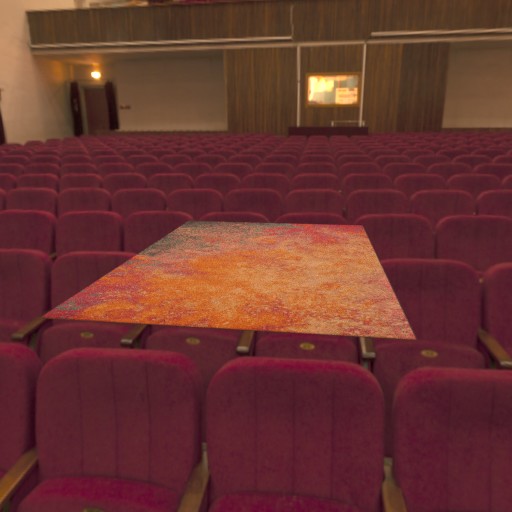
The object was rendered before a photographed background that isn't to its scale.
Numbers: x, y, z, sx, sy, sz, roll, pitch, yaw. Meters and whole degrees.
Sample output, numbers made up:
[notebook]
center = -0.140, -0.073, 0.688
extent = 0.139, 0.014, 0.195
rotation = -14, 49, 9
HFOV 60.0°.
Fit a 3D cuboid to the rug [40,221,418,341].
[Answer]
[rug]
center = 0.000, 0.000, 3.685
extent = 2.007, 0.013, 2.896
rotation = 2, 15, 8
